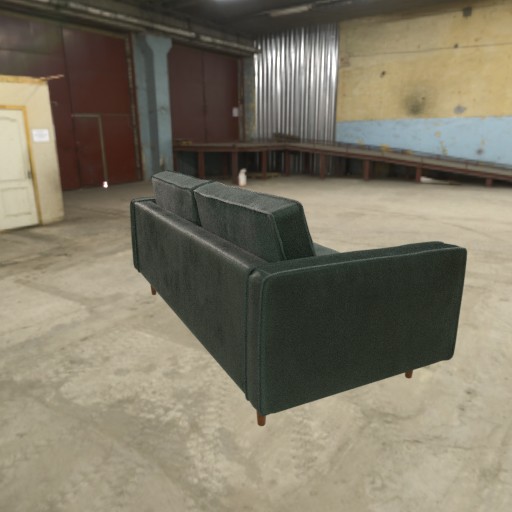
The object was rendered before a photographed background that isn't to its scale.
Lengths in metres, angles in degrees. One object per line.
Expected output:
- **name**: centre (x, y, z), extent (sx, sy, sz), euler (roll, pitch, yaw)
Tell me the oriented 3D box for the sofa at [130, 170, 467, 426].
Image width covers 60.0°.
- **sofa**: centre (0.000, 0.000, 2.249), extent (0.886, 0.781, 1.816), euler (-8, 17, -26)
